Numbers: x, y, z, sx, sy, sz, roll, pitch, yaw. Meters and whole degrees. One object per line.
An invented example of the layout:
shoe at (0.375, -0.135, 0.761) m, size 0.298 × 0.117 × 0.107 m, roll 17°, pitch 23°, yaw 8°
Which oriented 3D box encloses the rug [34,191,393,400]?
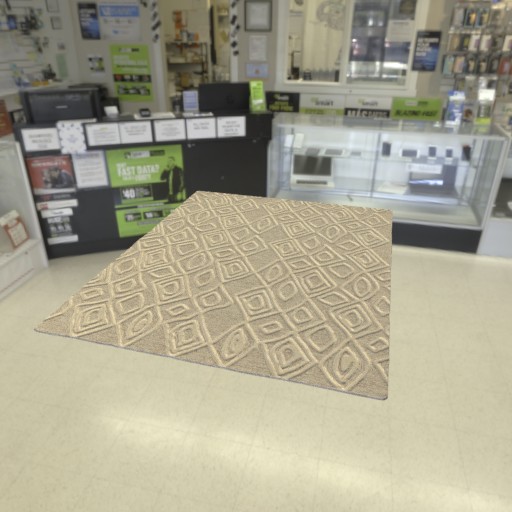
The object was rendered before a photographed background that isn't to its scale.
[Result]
rug at (0.000, 0.000, 4.150) m, size 2.449 × 0.025 × 3.049 m, roll 7°, pitch 29°, yaw 14°
